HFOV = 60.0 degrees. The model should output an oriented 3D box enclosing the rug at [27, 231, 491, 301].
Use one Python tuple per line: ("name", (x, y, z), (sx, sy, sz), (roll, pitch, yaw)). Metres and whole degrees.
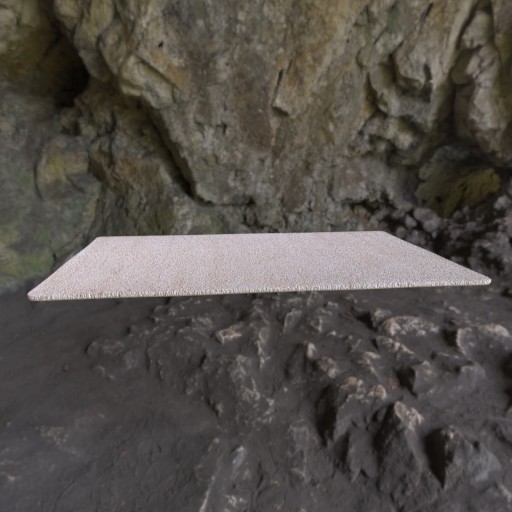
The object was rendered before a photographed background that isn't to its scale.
("rug", (0.000, 0.000, 2.915), (2.349, 0.026, 1.500), (-2, 13, -6))
